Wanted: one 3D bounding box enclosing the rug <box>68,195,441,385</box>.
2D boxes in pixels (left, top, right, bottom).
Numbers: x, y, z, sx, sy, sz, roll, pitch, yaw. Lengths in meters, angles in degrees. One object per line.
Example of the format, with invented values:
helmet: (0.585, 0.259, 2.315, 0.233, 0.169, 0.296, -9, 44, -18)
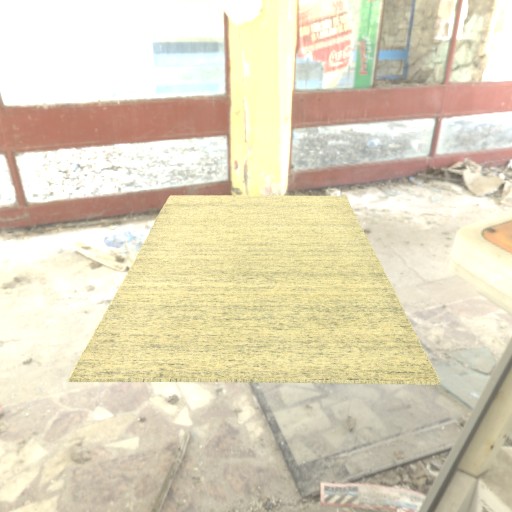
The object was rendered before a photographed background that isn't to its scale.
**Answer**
rug: (0.000, 0.000, 2.797, 1.523, 0.017, 2.263, 0, 27, 1)
